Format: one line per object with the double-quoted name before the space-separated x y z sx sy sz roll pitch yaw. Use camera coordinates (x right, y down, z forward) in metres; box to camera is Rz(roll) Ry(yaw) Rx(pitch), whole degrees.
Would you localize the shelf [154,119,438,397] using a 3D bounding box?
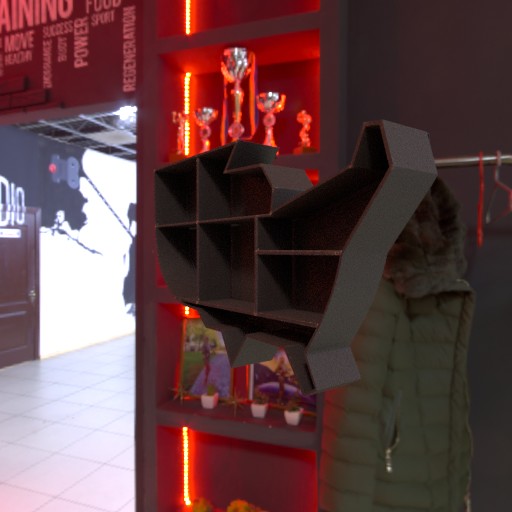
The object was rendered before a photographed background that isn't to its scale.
"shelf" 0.000 0.000 0.888 0.112 0.439 0.729 -1 1 -37
